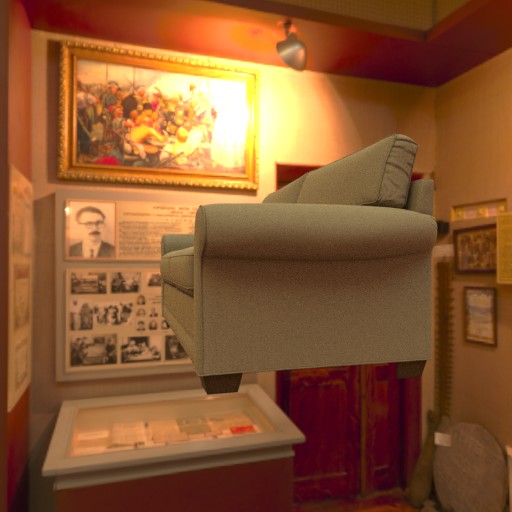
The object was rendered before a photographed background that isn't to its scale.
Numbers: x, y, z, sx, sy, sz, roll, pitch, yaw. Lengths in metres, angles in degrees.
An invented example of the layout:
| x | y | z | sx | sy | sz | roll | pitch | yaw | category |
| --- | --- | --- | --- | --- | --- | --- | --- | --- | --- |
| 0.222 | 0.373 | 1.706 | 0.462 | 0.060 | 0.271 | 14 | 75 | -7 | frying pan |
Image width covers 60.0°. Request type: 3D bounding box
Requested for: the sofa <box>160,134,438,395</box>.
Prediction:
| x | y | z | sx | sy | sz | roll | pitch | yaw | category |
| --- | --- | --- | --- | --- | --- | --- | --- | --- | --- |
| 0.000 | 0.000 | 2.408 | 0.940 | 0.952 | 1.930 | 0 | -1 | -16 | sofa |
